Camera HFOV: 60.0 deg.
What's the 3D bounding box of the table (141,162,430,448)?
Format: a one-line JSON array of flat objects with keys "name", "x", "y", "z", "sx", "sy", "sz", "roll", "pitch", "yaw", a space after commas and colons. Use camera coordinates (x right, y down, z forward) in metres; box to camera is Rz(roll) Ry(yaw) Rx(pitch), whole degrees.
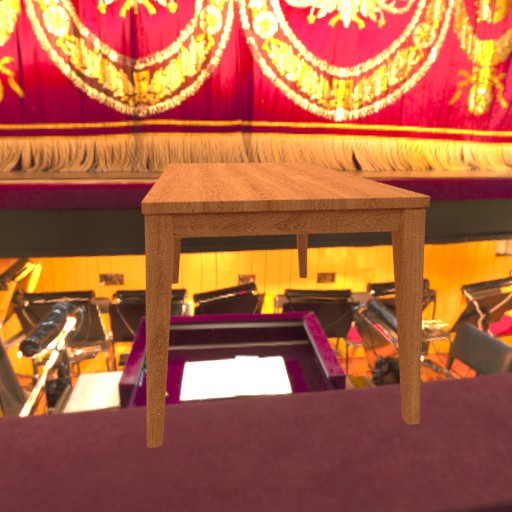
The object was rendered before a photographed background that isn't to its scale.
[{"name": "table", "x": 0.000, "y": 0.000, "z": 2.091, "sx": 0.900, "sy": 0.760, "sz": 1.600, "roll": -2, "pitch": 16, "yaw": -7}]
